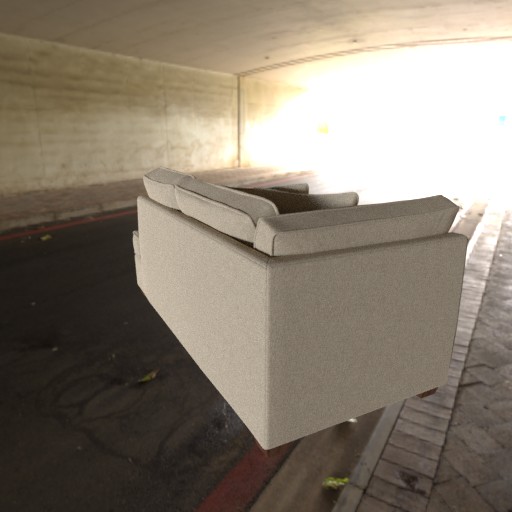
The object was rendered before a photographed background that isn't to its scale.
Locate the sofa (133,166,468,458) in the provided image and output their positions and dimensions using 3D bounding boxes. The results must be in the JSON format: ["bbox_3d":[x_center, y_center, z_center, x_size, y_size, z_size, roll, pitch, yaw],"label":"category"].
[{"bbox_3d":[0.000,0.000,2.806,1.110,1.033,2.237,-8,18,-26],"label":"sofa"}]
